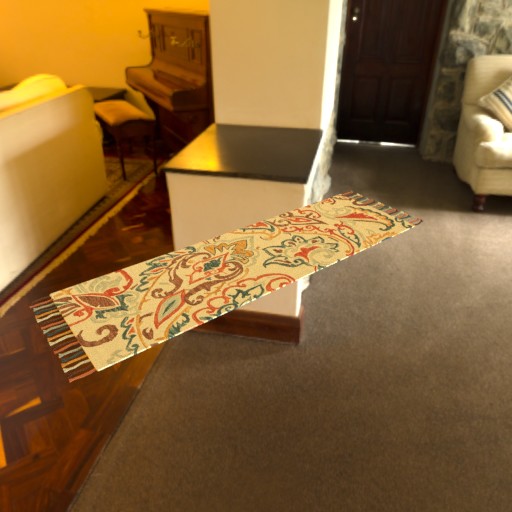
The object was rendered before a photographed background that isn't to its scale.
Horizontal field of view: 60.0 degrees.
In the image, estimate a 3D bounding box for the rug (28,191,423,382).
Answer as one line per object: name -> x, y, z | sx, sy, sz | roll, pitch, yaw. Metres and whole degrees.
rug -> 0.000, 0.000, 2.949 | 2.682, 0.015, 0.763 | -21, 37, -32
